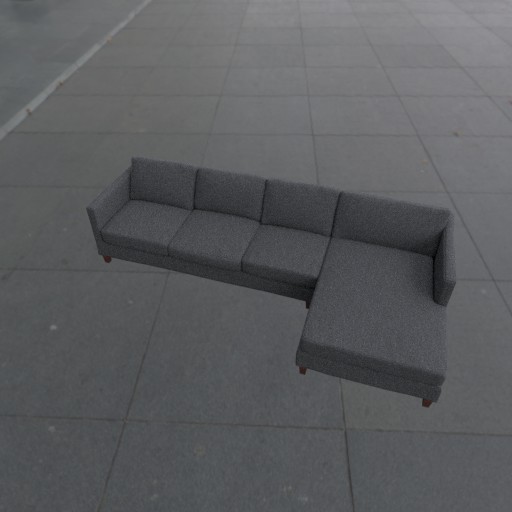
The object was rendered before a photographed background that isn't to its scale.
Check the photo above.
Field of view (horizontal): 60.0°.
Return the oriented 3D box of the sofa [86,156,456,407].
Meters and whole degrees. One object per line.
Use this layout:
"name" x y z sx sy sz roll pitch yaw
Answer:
"sofa" 0.000 0.000 3.867 3.186 0.846 1.625 12 42 13
